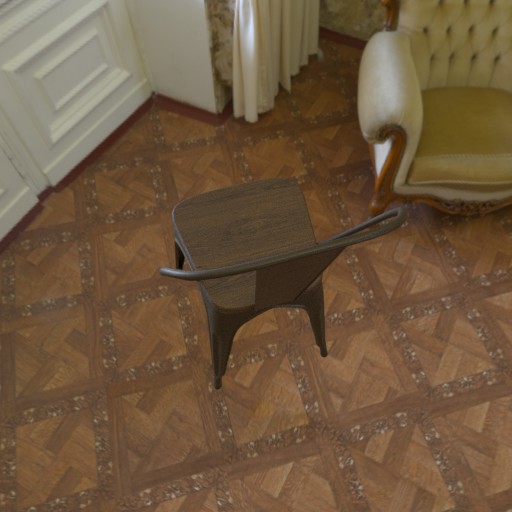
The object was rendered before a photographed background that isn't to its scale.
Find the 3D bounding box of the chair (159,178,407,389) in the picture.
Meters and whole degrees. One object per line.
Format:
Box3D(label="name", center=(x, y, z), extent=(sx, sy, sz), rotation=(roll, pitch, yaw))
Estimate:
Box3D(label="chair", center=(0.000, 0.000, 1.148), extent=(0.451, 0.844, 0.532), rotation=(-14, 60, -9))
